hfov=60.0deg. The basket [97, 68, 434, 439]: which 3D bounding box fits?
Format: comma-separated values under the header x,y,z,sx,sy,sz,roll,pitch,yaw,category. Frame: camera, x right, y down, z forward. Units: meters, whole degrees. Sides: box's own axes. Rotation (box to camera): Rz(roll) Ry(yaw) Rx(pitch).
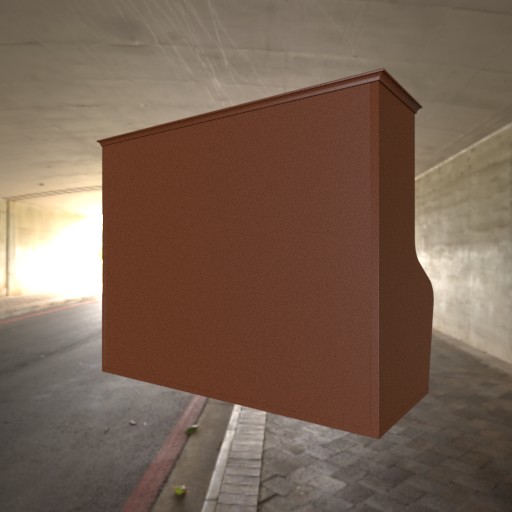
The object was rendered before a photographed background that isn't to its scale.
x,y,z,sx,sy,sz,roll,pitch,yaw,category
0.000,0.000,1.121,0.792,0.625,0.376,0,0,36,basket
